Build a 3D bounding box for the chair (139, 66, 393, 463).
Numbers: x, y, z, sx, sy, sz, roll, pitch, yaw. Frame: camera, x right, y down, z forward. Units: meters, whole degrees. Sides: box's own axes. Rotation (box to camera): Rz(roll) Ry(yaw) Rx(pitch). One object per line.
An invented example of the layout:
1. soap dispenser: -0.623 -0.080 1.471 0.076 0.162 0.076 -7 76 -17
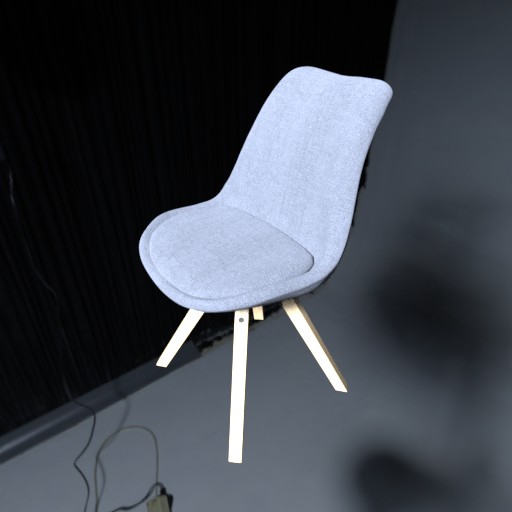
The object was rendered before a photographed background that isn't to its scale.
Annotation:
1. chair: 0.000 0.000 1.158 0.550 0.850 0.485 -21 38 -31
